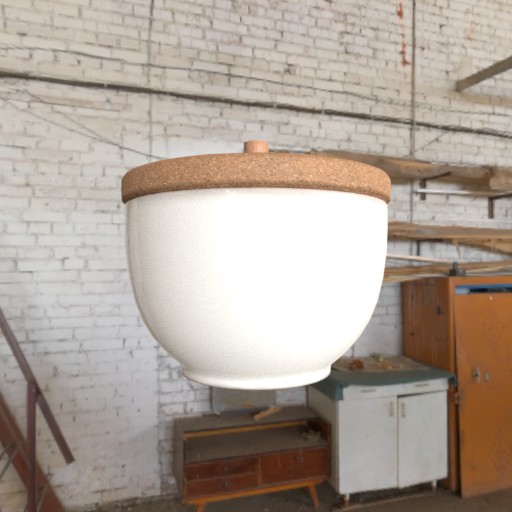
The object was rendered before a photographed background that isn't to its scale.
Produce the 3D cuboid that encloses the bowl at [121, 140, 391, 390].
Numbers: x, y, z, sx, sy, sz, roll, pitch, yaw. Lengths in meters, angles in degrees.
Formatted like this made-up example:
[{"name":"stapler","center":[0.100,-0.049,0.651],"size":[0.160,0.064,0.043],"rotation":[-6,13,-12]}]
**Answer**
[{"name":"bowl","center":[0.000,0.000,0.217],"size":[0.126,0.110,0.126],"rotation":[0,0,0]}]
